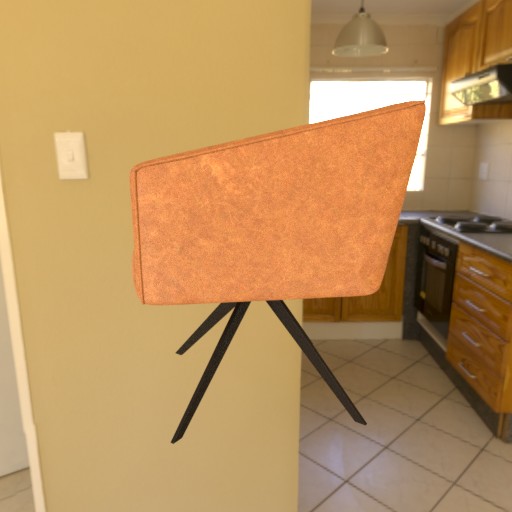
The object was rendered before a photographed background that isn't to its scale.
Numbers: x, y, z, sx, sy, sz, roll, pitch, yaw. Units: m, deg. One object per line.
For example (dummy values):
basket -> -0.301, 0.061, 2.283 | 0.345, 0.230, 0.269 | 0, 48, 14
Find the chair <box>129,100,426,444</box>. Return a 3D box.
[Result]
chair -> 0.000, 0.000, 1.207 | 0.625, 0.760, 0.588 | -2, 13, -9
